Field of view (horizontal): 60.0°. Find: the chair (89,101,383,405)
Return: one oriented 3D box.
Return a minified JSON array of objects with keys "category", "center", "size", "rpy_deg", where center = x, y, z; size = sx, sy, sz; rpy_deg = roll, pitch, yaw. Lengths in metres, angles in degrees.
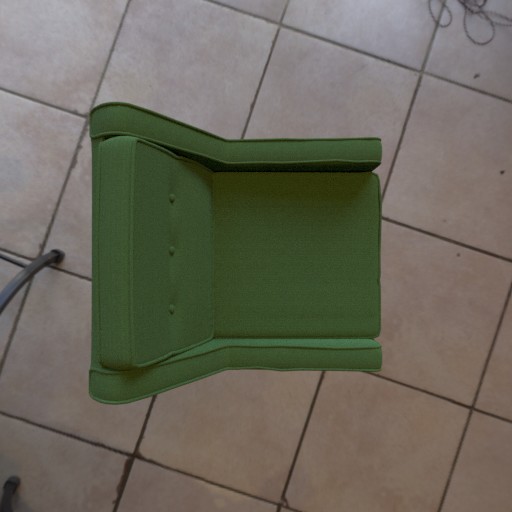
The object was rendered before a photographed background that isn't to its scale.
[{"category":"chair","center":[0.000,0.000,1.303],"size":[0.743,0.792,0.663],"rpy_deg":[0,90,0]}]
